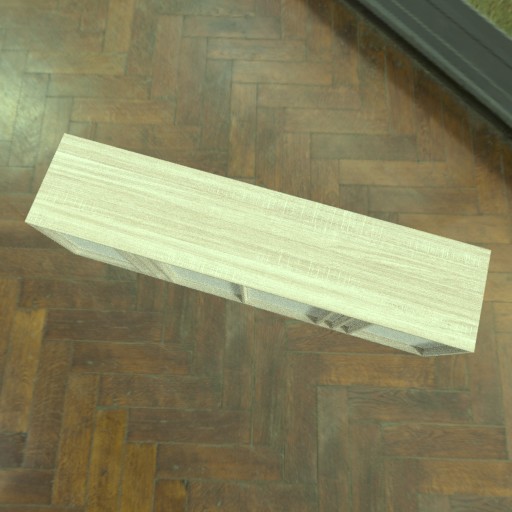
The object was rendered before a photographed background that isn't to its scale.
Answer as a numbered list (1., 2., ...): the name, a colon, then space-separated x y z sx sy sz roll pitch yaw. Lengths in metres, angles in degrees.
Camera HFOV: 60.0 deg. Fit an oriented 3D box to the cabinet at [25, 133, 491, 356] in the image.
1. cabinet: 0.000 0.000 2.517 2.200 0.780 0.500 16 76 4
